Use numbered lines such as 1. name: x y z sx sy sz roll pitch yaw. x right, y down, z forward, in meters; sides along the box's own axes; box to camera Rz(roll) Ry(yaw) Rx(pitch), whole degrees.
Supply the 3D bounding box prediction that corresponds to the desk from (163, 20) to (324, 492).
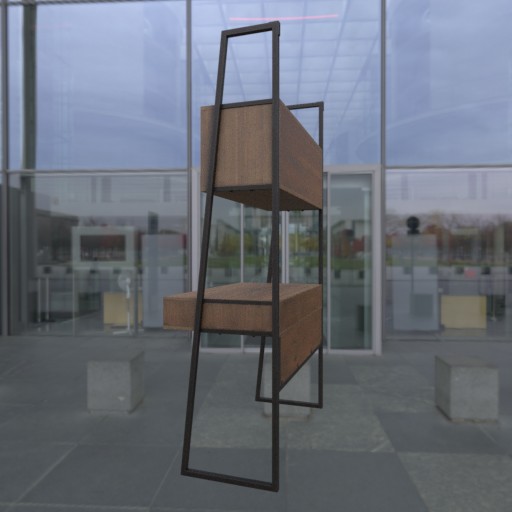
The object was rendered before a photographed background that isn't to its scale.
1. desk: 0.000 0.000 2.240 0.515 1.809 0.982 0 1 19
